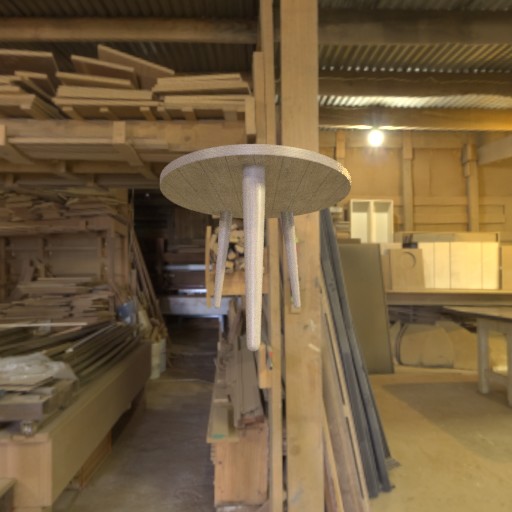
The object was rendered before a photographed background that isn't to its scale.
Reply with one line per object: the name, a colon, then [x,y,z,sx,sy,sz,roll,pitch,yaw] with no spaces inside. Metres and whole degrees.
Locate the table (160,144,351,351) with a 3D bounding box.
table: [0.000,0.000,1.363,0.542,0.390,1.083,0,-1,1]
